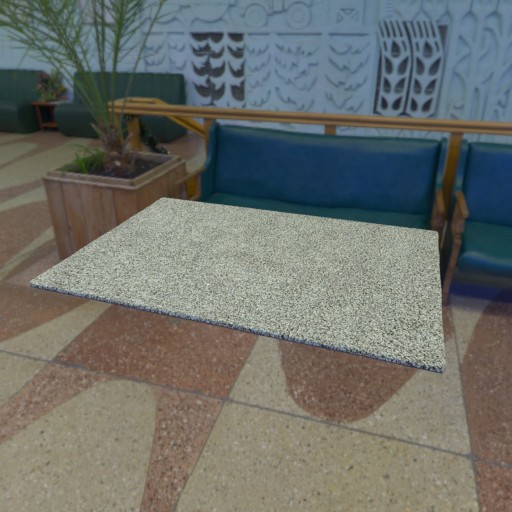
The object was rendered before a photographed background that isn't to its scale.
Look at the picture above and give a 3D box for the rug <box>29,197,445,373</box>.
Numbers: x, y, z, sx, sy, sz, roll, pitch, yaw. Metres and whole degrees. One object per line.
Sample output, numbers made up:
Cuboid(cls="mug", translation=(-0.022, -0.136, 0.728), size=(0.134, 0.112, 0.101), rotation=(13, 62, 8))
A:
Cuboid(cls="rug", translation=(0.000, 0.000, 2.273), size=(1.778, 0.030, 1.219), rotation=(9, 28, 17))
